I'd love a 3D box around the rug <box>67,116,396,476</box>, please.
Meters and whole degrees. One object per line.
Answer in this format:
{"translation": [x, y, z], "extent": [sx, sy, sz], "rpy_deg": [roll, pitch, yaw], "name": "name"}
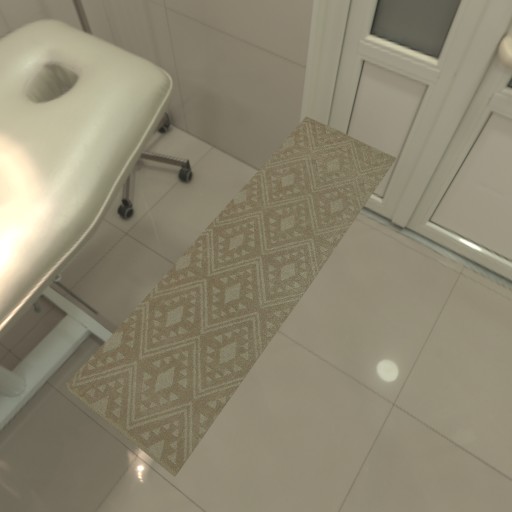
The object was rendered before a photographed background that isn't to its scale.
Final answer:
{"translation": [0.000, 0.000, 2.730], "extent": [0.752, 0.051, 2.452], "rpy_deg": [30, 64, 17], "name": "rug"}
